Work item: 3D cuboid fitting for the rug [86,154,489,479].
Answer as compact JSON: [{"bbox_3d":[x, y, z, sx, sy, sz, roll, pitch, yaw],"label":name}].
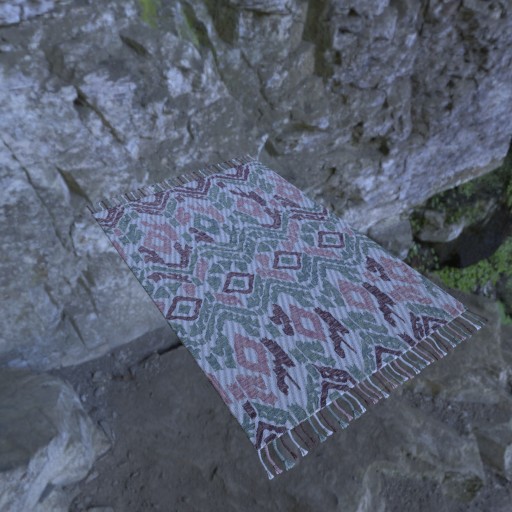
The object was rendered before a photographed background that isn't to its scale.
[{"bbox_3d":[0.000,0.000,2.914,1.524,0.011,2.438,-24,46,-26],"label":"rug"}]
